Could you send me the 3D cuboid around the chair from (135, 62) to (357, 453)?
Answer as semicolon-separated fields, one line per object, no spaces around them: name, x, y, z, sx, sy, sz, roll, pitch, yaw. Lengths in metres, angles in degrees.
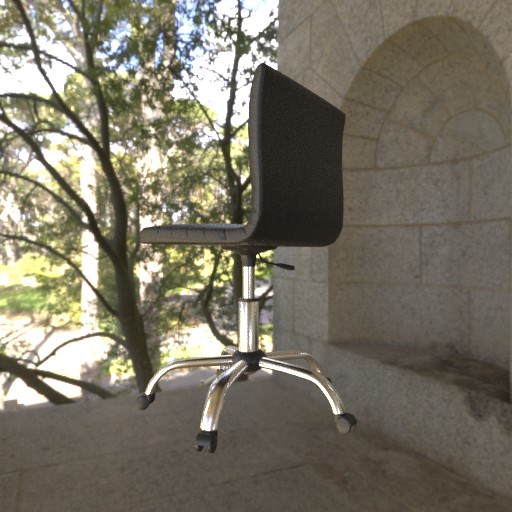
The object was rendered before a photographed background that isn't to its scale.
chair;0.000;0.000;1.127;0.530;0.780;0.556;0;0;36
